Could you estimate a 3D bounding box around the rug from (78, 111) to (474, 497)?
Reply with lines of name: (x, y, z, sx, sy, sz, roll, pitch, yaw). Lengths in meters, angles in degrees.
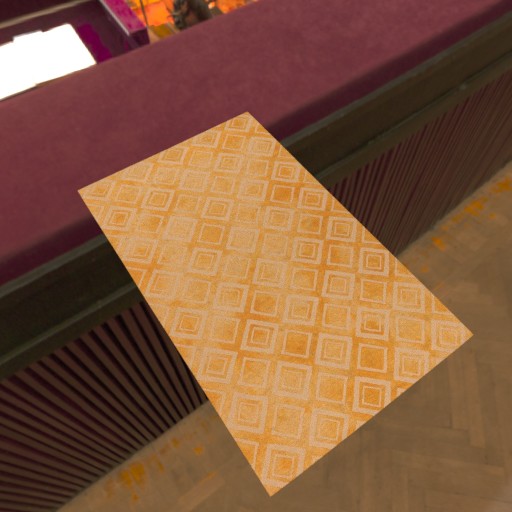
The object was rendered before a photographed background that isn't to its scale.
rug: (0.000, 0.000, 2.963, 1.511, 0.010, 2.424, -31, 63, -18)
